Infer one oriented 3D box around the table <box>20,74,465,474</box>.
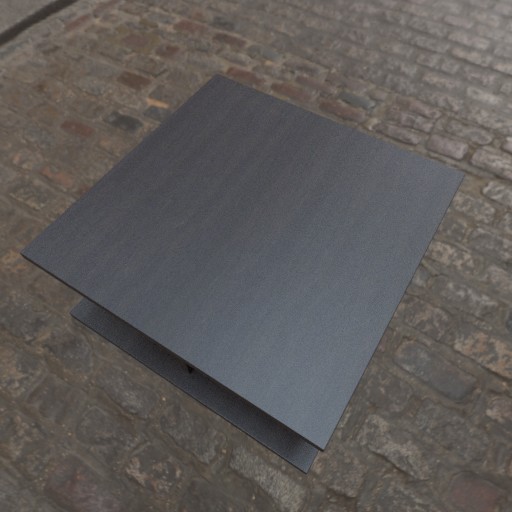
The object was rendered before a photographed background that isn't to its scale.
[{"bbox_3d":[0.000,0.000,1.214,0.762,0.396,0.762,28,61,17],"label":"table"}]
